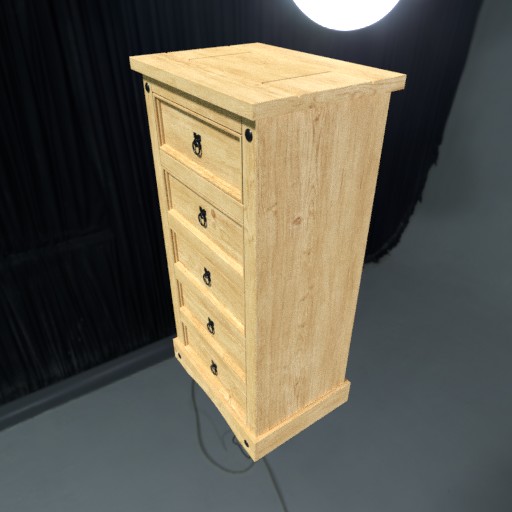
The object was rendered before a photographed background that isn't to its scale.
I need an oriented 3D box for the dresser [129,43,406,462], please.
[{"bbox_3d":[0.000,0.000,1.294,0.390,1.041,0.531,-21,39,-29],"label":"dresser"}]
